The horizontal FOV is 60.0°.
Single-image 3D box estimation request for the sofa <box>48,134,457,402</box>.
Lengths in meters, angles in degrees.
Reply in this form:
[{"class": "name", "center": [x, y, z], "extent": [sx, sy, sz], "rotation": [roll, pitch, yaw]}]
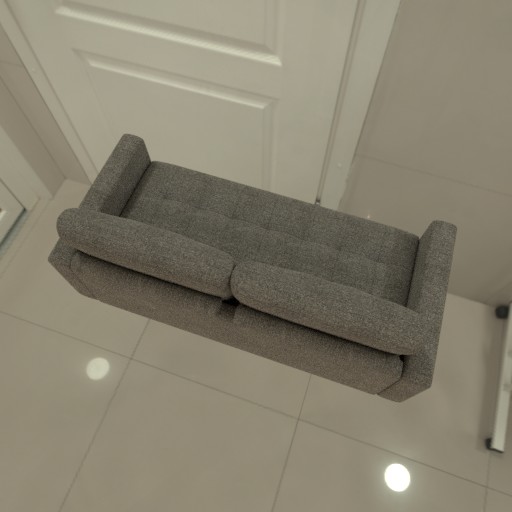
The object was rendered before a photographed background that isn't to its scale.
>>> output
[{"class": "sofa", "center": [0.000, 0.000, 2.269], "extent": [1.821, 0.902, 0.863], "rotation": [17, 65, 8]}]
